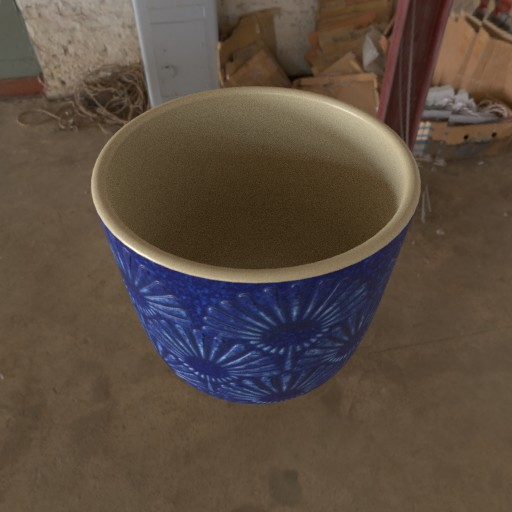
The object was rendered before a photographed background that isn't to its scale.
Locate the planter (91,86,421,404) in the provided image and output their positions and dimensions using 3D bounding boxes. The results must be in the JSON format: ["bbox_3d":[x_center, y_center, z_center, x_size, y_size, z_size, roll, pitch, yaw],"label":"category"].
[{"bbox_3d":[0.000,0.000,0.210,0.124,0.109,0.124,0,46,0],"label":"planter"}]
